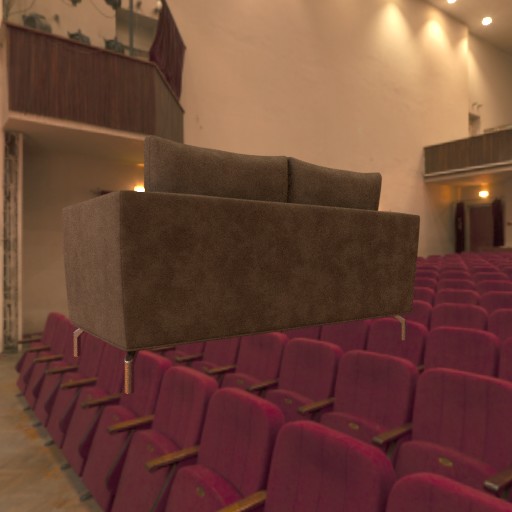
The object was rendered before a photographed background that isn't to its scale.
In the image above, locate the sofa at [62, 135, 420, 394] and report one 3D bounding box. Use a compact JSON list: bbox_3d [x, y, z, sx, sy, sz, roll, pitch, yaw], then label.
[{"bbox_3d":[0.000,0.000,2.438,1.832,1.013,0.855,0,1,-36],"label":"sofa"}]
